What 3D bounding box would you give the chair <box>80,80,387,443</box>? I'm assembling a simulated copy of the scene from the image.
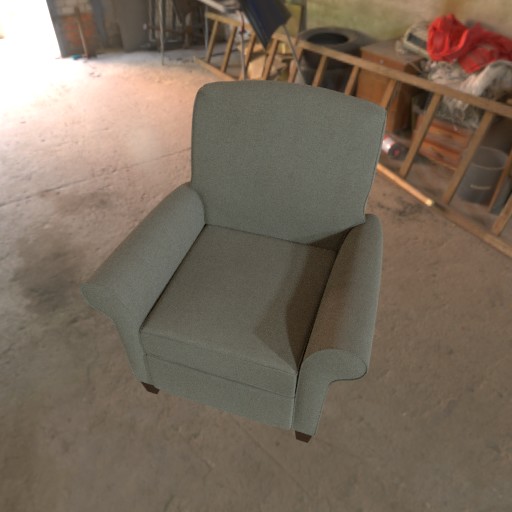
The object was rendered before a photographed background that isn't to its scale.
[{"bbox_3d":[0.000,0.000,1.743,0.978,1.061,0.905,13,44,14],"label":"chair"}]
